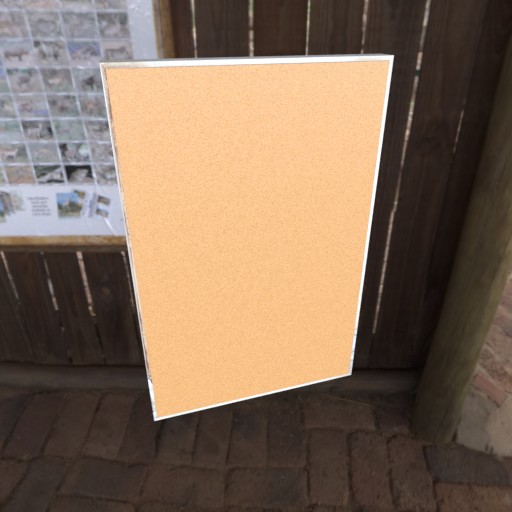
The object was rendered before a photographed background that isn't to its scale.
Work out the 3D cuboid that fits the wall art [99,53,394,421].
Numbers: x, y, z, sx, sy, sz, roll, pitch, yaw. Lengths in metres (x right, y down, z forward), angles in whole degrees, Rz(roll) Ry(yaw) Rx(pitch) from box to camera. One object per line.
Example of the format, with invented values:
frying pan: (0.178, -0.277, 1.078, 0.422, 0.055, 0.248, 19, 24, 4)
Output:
wall art: (0.000, 0.000, 0.741, 0.403, 0.607, 0.036, -8, 29, -15)
